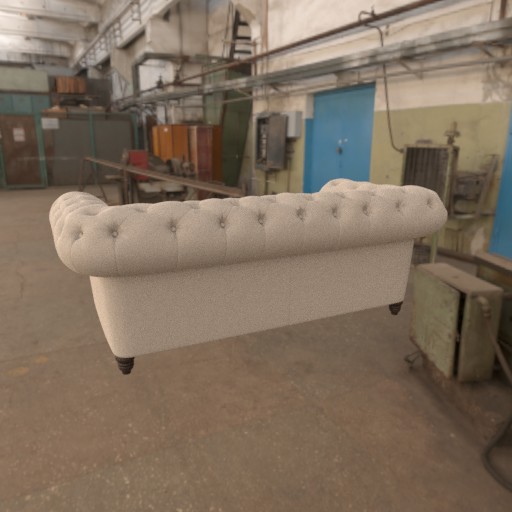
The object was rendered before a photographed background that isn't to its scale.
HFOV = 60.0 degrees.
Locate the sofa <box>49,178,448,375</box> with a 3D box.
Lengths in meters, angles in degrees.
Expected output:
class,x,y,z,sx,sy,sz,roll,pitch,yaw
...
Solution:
class,x,y,z,sx,sy,sz,roll,pitch,yaw
sofa,0.000,0.000,2.435,1.998,0.764,0.986,-7,17,-25
